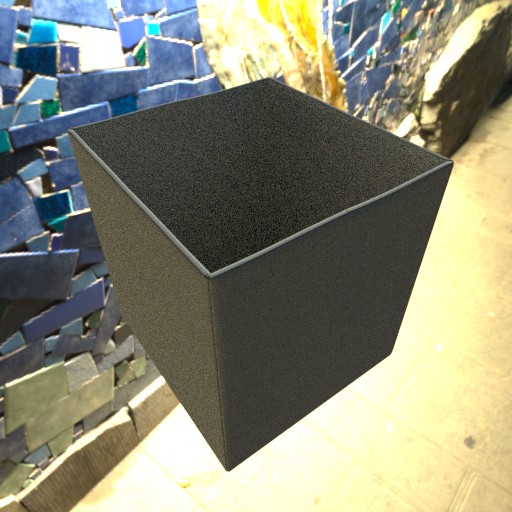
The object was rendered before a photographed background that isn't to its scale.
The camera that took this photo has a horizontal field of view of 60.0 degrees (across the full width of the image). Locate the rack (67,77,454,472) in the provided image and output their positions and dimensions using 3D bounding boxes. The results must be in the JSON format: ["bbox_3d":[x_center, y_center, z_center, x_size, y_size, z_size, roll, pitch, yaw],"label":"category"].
[{"bbox_3d":[0.000,0.000,0.503,0.270,0.280,0.270,-26,47,-27],"label":"rack"}]
